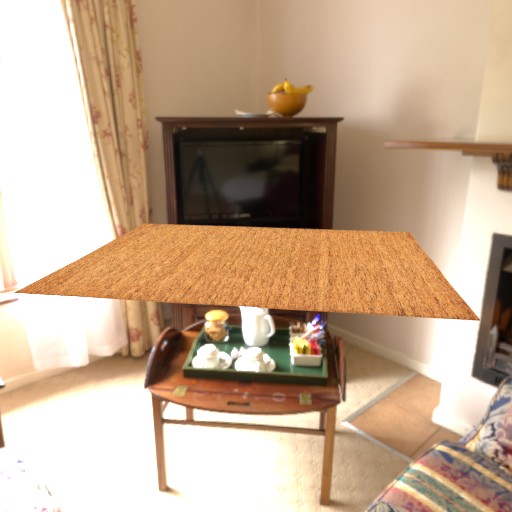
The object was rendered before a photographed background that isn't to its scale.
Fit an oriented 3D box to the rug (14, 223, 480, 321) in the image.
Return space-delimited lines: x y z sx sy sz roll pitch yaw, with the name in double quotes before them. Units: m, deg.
"rug" 0.000 0.000 4.153 3.200 0.012 2.438 2 16 8
